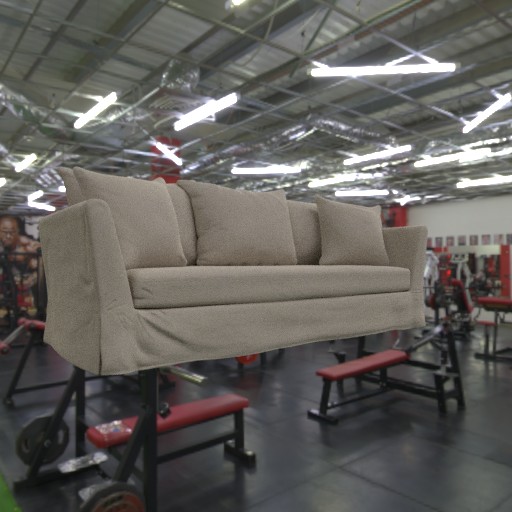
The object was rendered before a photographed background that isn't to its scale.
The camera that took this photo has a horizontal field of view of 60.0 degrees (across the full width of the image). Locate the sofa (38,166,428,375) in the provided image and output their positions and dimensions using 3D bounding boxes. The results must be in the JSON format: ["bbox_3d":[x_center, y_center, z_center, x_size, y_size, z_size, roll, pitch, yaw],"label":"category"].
[{"bbox_3d":[0.000,0.000,2.972,2.499,1.047,1.046,0,-1,-37],"label":"sofa"}]
